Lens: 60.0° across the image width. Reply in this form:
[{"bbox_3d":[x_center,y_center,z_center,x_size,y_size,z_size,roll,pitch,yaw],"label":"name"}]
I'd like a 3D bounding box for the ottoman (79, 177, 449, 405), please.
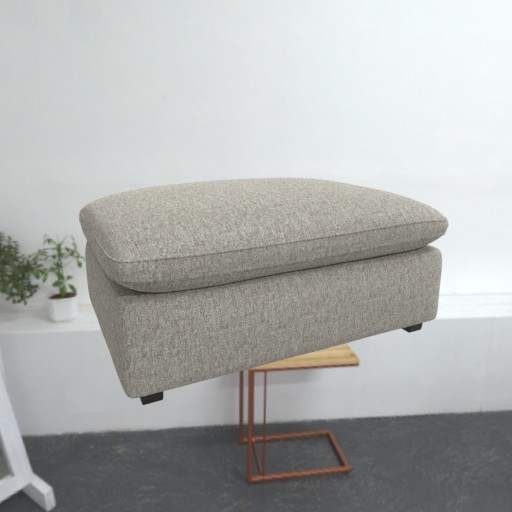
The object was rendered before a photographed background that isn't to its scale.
[{"bbox_3d":[0.000,0.000,1.401,0.977,0.451,0.694,-8,19,-25],"label":"ottoman"}]
